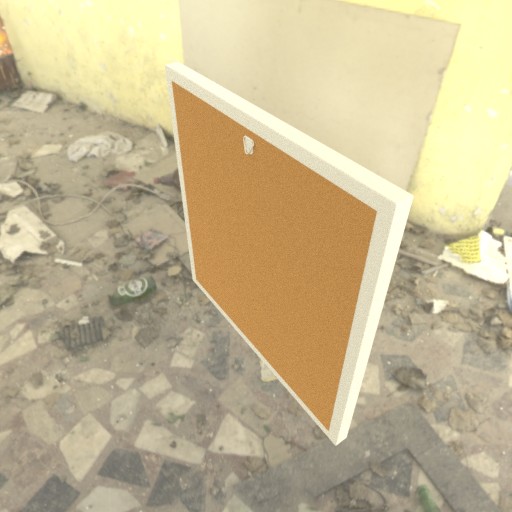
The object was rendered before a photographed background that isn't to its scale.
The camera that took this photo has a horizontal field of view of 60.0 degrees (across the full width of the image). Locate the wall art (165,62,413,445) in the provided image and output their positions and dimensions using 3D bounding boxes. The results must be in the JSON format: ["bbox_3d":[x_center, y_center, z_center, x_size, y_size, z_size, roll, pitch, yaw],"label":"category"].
[{"bbox_3d":[0.000,0.000,1.147,0.050,0.762,0.761,-25,47,-26],"label":"wall art"}]
